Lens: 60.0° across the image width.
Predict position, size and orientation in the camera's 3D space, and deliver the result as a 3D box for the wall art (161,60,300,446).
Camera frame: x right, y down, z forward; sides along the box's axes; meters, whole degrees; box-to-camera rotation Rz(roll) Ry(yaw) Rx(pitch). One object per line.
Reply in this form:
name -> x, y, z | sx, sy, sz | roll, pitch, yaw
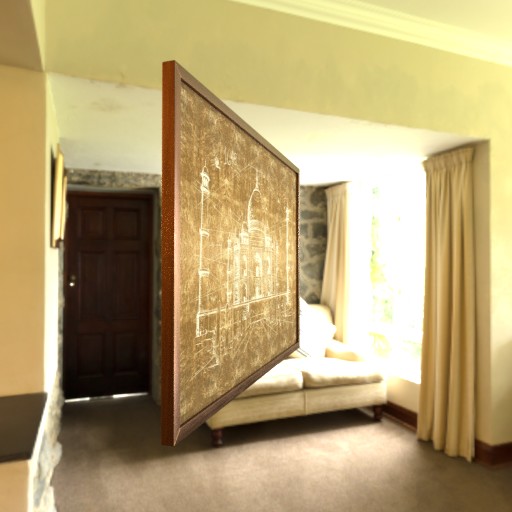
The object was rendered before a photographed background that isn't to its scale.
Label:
wall art -> 0.000, 0.000, 0.554 | 0.012, 0.304, 0.431 | 0, -1, 19
